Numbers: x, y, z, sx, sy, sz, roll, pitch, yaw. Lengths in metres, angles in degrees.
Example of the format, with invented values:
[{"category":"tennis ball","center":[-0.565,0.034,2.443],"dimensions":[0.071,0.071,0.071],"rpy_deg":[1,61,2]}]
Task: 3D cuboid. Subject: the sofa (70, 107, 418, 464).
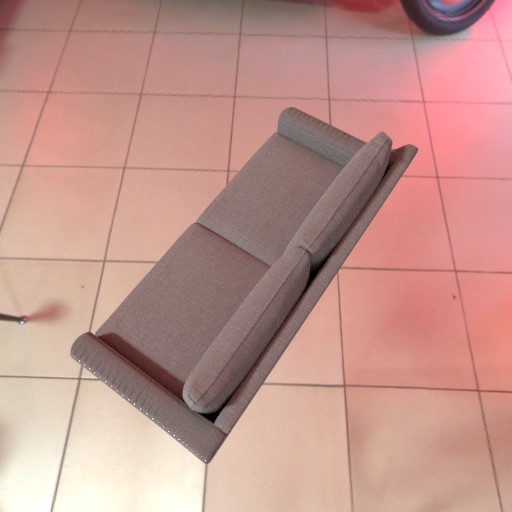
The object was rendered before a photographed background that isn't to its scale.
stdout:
[{"category":"sofa","center":[0.000,0.000,2.756],"dimensions":[1.000,0.857,2.208],"rpy_deg":[31,67,15]}]
